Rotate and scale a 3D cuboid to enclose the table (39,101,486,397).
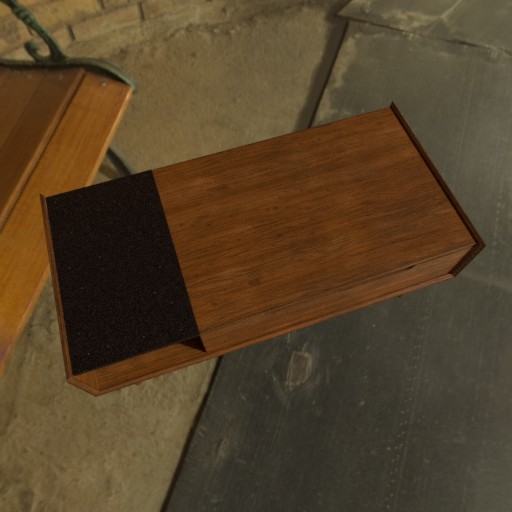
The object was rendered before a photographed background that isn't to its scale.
[{"bbox_3d":[0.000,0.000,1.569,1.221,0.508,0.610,-17,65,-8],"label":"table"}]
